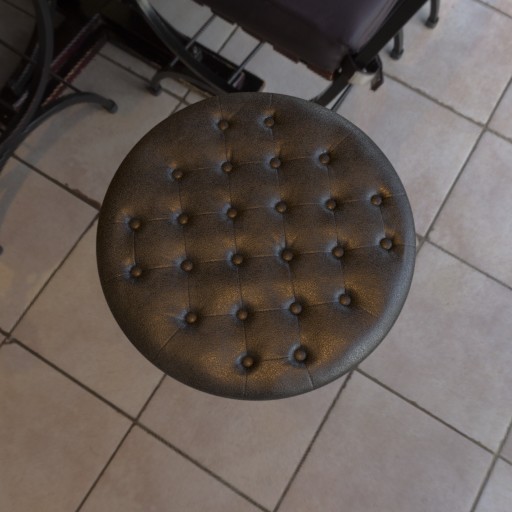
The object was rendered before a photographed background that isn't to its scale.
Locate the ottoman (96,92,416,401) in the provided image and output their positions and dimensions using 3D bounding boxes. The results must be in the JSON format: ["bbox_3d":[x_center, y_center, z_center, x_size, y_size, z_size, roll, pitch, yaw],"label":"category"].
[{"bbox_3d":[0.000,0.000,1.062,0.637,0.442,0.637,0,76,0],"label":"ottoman"}]
